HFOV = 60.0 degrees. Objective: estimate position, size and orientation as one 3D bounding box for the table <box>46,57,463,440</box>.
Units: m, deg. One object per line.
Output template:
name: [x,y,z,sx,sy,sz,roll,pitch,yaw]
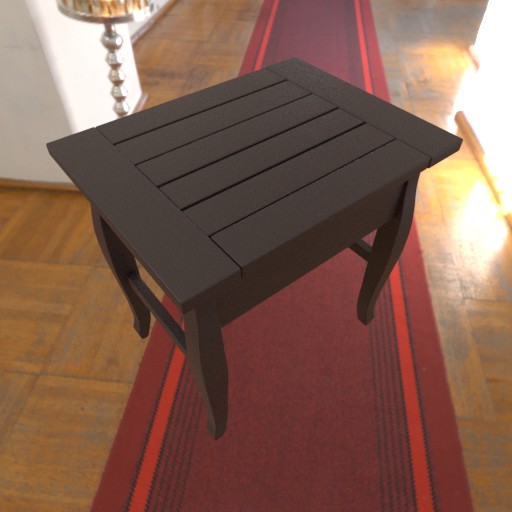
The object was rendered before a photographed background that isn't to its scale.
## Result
table: [0.000,0.000,1.020,0.602,0.605,0.460,-30,53,-25]
